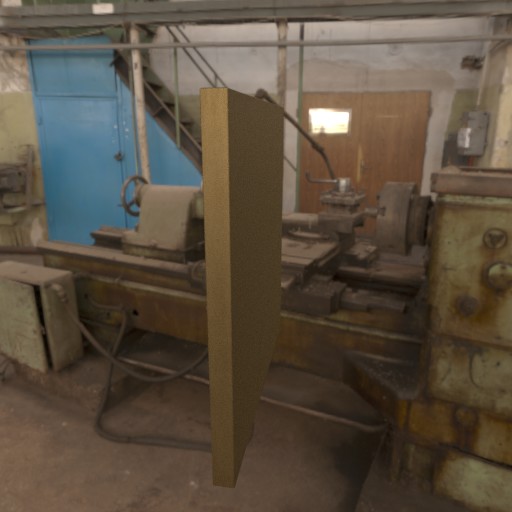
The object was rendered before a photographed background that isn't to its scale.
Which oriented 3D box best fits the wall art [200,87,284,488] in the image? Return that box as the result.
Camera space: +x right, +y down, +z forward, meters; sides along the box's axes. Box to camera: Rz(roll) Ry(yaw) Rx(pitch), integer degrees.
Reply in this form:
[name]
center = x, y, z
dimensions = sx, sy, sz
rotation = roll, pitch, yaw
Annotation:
[wall art]
center = 0.000, 0.000, 0.765
dimensions = 0.031, 0.506, 0.503
rotation = 3, 17, 10
